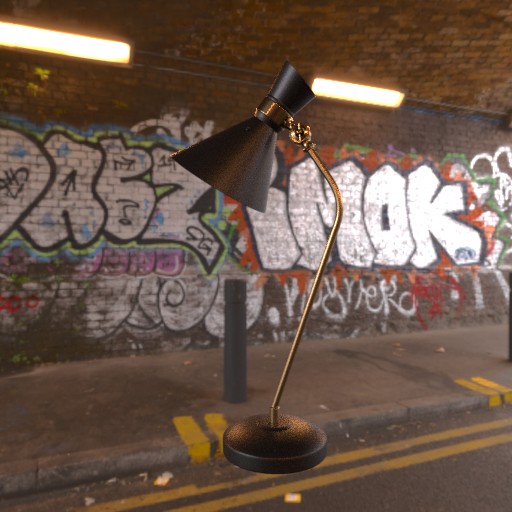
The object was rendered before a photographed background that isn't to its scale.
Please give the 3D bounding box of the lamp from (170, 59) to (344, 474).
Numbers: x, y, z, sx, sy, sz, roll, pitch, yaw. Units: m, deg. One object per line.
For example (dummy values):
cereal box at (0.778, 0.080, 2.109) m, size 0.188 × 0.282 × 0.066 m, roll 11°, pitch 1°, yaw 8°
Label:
lamp at (0.000, 0.000, 0.750) m, size 0.292 × 0.647 × 0.189 m, roll 0°, pitch 0°, yaw 17°
